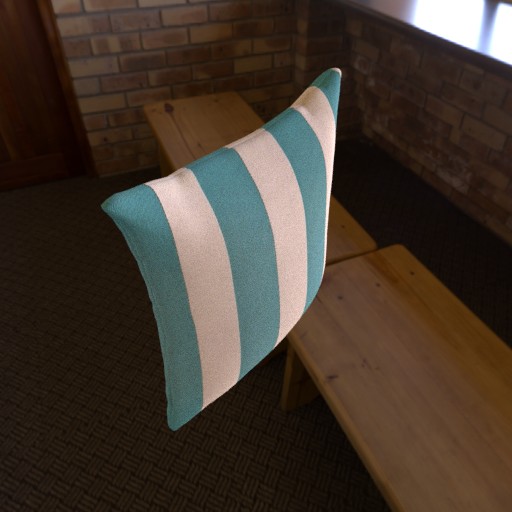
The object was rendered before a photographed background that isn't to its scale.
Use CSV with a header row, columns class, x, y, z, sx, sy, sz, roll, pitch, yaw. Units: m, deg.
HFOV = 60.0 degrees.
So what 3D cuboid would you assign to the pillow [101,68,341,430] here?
class,x,y,z,sx,sy,sz,roll,pitch,yaw
pillow,0.000,0.000,0.803,0.189,0.526,0.536,25,47,26
